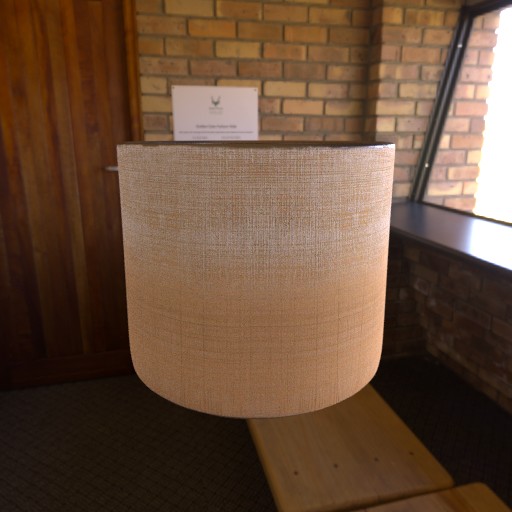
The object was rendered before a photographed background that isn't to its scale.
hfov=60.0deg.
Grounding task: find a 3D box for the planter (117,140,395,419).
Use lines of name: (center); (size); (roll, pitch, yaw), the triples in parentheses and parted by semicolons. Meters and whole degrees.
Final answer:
planter: (0.000, 0.000, 0.442); (0.254, 0.221, 0.254); (0, 15, 0)
